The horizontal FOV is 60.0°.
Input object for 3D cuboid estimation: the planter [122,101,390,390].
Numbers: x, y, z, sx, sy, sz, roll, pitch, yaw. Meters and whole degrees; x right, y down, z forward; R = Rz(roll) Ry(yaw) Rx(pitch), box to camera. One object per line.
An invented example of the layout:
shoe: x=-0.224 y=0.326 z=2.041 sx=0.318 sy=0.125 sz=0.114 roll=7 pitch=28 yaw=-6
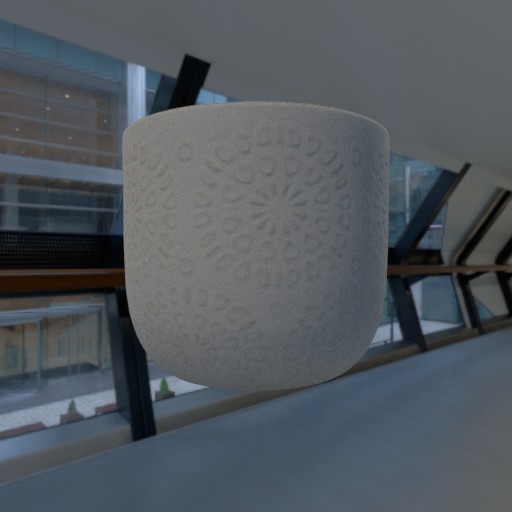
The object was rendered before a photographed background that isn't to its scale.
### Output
planter: x=0.000 y=0.000 z=0.216 sx=0.124 sy=0.109 sz=0.124 roll=0 pitch=1 yaw=0
